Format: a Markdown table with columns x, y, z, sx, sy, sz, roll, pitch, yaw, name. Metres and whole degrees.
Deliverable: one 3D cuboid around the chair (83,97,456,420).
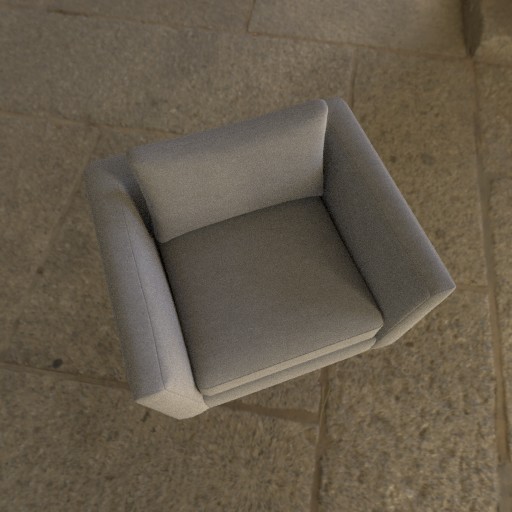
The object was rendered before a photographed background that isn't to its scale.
| x | y | z | sx | sy | sz | roll | pitch | yaw | name |
| --- | --- | --- | --- | --- | --- | --- | --- | --- | --- |
| 0.000 | 0.000 | 1.710 | 1.041 | 0.864 | 0.889 | -18 | 65 | -9 | chair |
